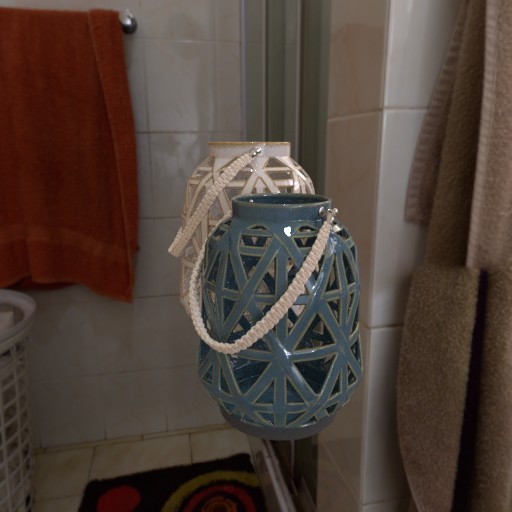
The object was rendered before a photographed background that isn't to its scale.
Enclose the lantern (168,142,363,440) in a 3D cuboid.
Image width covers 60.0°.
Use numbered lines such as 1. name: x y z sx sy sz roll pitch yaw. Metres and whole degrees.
1. lantern: 0.000 0.000 0.615 0.245 0.307 0.439 -2 14 -9
